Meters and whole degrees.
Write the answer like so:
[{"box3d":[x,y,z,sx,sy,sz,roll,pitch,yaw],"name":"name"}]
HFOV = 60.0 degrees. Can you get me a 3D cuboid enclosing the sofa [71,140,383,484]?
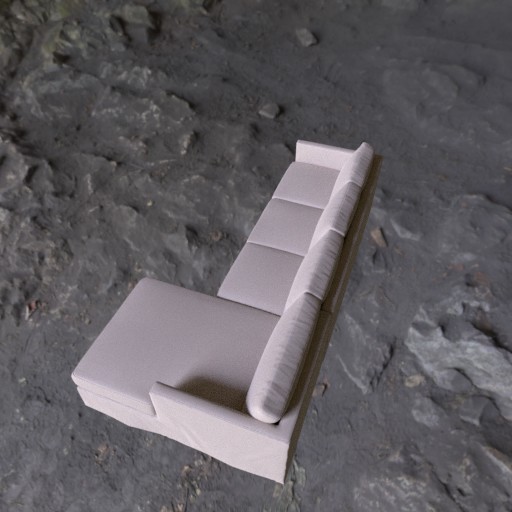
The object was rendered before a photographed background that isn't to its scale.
[{"box3d":[0.000,0.000,3.922,1.622,0.871,3.206,15,48,14],"name":"sofa"}]
